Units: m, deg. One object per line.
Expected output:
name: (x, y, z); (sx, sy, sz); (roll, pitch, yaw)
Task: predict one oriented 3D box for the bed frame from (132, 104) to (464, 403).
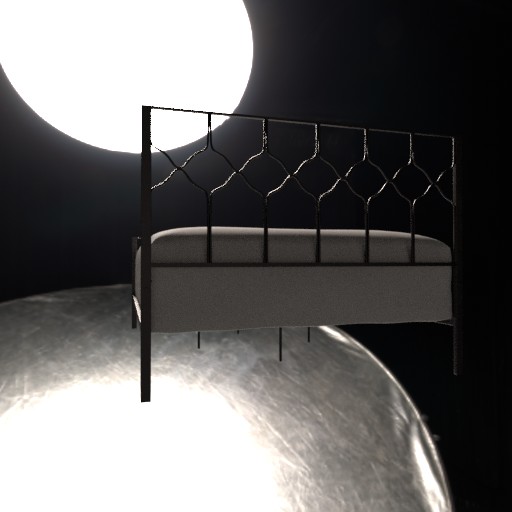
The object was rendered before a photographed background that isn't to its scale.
bed frame: (0.000, 0.000, 3.028); (1.597, 1.222, 2.063); (0, -1, -17)
